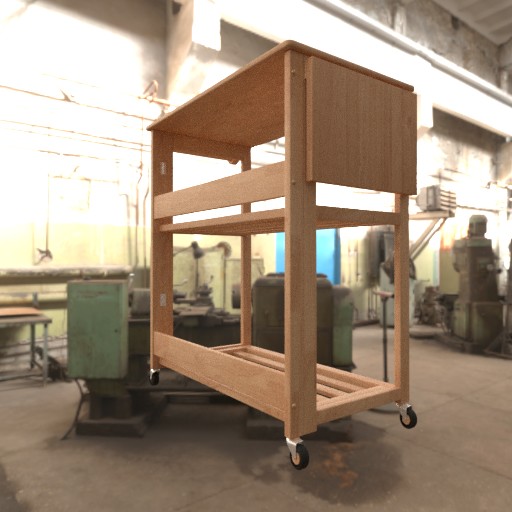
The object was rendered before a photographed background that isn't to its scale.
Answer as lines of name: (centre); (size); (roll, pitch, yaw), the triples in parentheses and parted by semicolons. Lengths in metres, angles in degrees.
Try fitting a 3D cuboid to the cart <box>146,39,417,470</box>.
cart: (0.000, 0.000, 1.350); (0.432, 0.879, 0.853); (0, 0, -36)
